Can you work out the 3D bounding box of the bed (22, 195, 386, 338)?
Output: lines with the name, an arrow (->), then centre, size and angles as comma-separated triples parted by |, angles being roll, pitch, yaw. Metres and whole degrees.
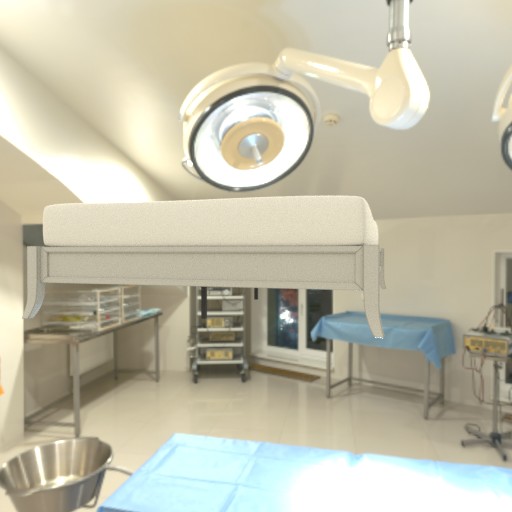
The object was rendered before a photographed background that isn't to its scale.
bed -> 0.000, 0.000, 2.597 | 1.460, 0.510, 1.985 | 0, 1, 17
